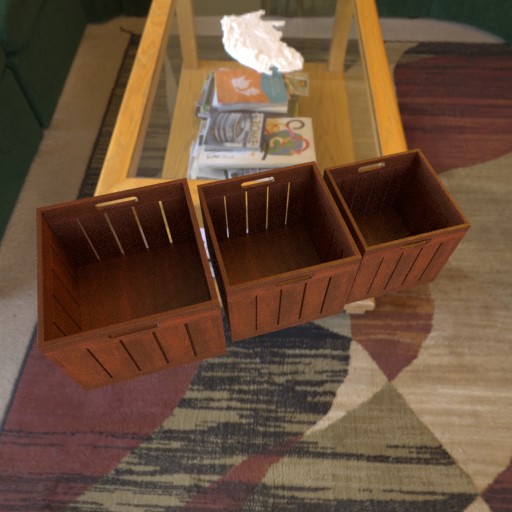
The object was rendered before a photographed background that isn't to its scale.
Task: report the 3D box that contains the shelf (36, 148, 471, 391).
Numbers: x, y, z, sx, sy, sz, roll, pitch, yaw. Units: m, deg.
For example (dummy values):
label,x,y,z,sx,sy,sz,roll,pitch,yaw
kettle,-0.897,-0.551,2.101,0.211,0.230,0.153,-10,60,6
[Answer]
label,x,y,z,sx,sy,sz,roll,pitch,yaw
shelf,0.000,0.000,1.244,1.064,0.311,0.393,-13,58,-8
